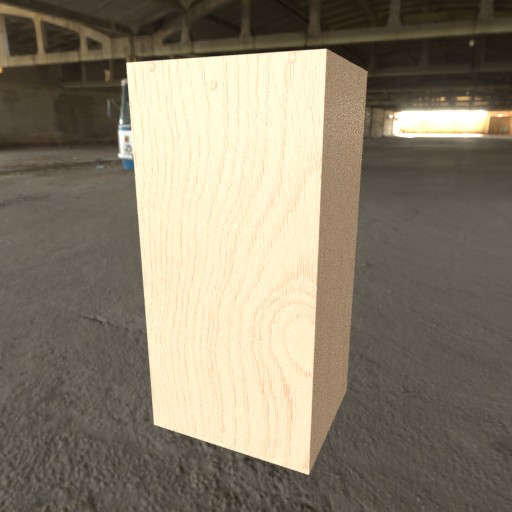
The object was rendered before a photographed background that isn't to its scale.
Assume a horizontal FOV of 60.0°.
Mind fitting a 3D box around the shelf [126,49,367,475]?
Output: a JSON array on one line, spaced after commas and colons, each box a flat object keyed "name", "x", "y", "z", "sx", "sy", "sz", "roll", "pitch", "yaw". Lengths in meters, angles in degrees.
[{"name": "shelf", "x": 0.000, "y": 0.000, "z": 0.761, "sx": 0.290, "sy": 0.600, "sz": 0.250, "roll": 7, "pitch": 18, "yaw": 23}]
